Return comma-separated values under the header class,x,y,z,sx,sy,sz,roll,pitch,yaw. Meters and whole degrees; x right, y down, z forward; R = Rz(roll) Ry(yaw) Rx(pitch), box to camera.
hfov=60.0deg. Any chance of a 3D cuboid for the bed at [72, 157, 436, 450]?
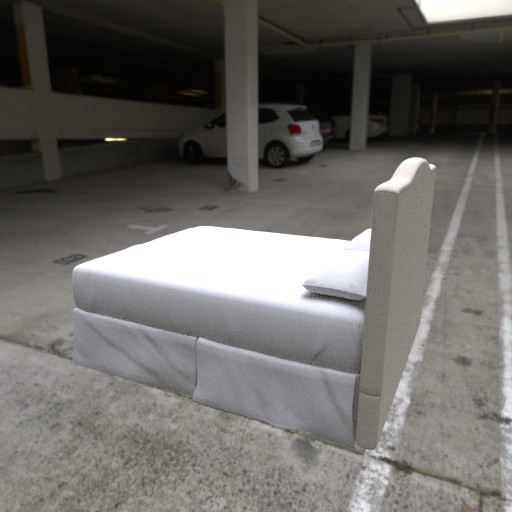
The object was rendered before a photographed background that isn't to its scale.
class,x,y,z,sx,sy,sz,roll,pitch,yaw
bed,0.000,0.000,3.241,2.196,1.449,1.741,7,17,26
